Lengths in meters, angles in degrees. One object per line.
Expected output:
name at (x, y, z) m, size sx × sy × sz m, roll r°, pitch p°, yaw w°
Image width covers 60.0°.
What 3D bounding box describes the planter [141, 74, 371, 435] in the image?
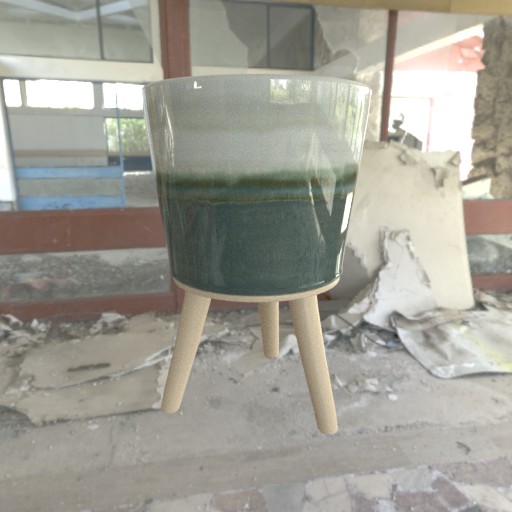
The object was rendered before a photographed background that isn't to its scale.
planter at (0.000, 0.000, 0.469) m, size 0.217 × 0.331 × 0.217 m, roll 7°, pitch 16°, yaw 24°
